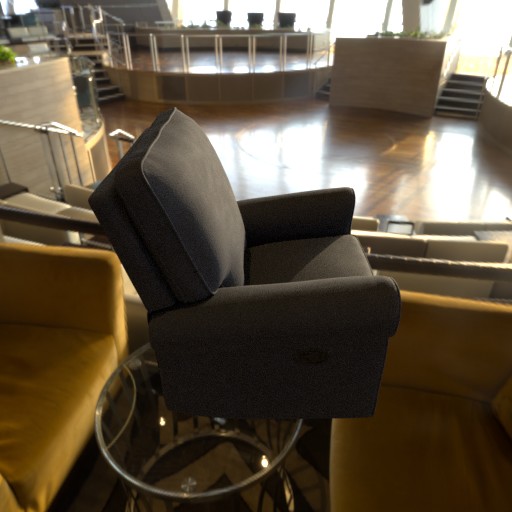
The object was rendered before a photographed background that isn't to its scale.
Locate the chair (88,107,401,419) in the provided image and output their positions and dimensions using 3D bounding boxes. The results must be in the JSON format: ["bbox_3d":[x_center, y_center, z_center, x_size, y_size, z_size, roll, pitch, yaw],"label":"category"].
[{"bbox_3d":[0.000,0.000,1.652,0.878,0.961,0.890,0,31,0],"label":"chair"}]
